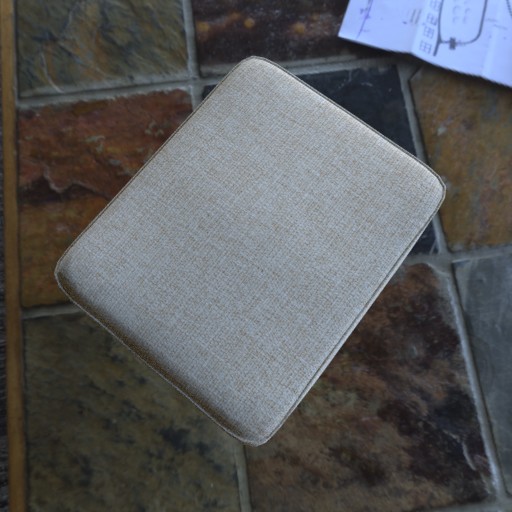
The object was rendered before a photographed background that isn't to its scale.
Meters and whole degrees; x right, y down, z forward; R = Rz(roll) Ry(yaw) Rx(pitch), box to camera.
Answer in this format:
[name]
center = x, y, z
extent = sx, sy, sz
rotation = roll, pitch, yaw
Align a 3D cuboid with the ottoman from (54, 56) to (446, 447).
[ottoman]
center = 0.000, 0.000, 1.143
extent = 0.589, 0.537, 0.738
rotation = 37, 79, 9
